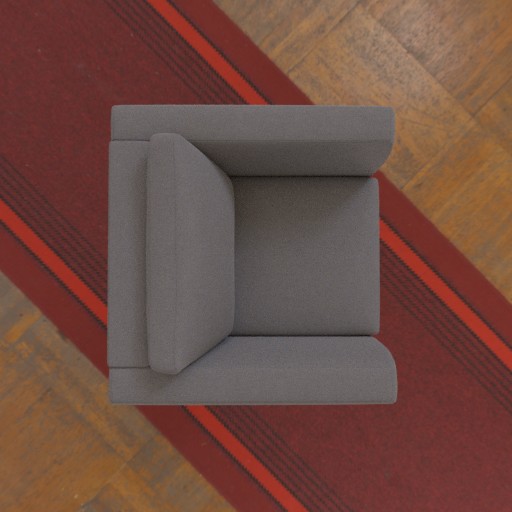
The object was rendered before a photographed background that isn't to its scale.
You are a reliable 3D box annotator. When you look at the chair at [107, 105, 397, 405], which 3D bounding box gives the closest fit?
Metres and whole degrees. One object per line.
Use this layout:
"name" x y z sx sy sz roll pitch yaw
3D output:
"chair" 0.000 0.000 1.670 0.930 0.860 1.000 0 89 -1
